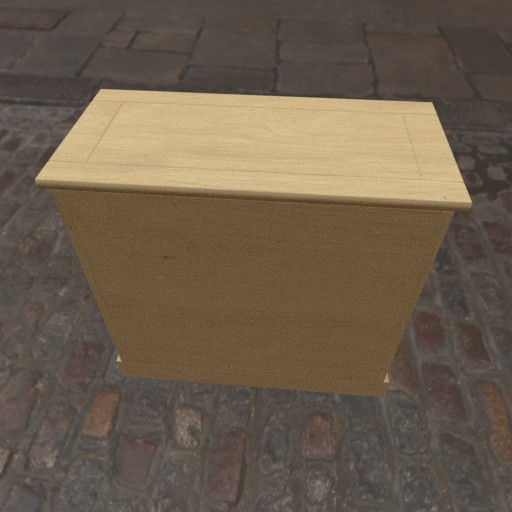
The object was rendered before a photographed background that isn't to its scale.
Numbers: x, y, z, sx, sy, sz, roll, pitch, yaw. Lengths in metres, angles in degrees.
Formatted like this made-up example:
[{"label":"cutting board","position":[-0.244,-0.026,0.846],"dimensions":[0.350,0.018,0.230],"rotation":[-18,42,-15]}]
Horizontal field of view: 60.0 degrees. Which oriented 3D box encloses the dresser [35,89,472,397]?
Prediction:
[{"label":"dresser","position":[0.000,0.000,1.373],"dimensions":[0.915,0.835,0.440],"rotation":[4,46,3]}]
